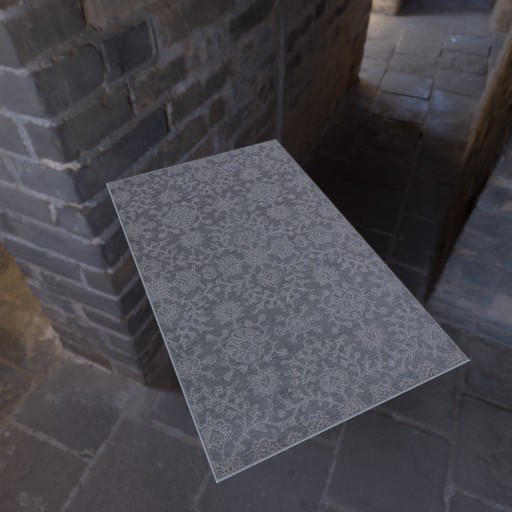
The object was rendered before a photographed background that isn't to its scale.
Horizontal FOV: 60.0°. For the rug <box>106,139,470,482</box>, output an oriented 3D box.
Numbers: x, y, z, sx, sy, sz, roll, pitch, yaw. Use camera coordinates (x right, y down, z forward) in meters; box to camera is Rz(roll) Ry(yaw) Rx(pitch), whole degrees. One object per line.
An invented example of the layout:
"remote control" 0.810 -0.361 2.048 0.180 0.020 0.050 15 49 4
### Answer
"rug" 0.000 0.000 3.004 1.515 0.010 2.430 -19 50 -16
